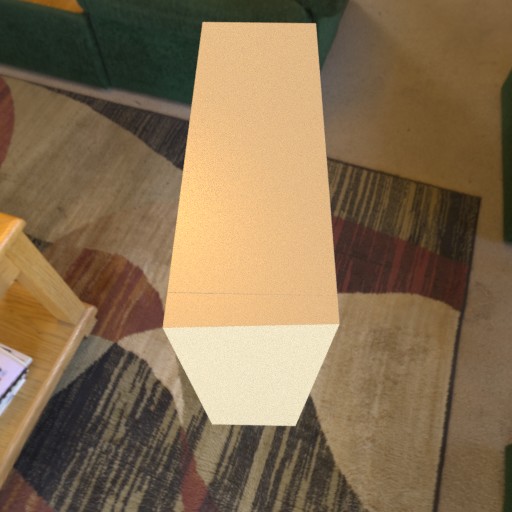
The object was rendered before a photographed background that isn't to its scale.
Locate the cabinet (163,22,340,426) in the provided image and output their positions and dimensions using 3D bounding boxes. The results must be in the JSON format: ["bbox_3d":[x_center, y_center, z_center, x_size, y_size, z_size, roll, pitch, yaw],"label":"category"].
[{"bbox_3d":[0.000,0.000,1.611,0.348,1.150,0.990,1,60,1],"label":"cabinet"}]
